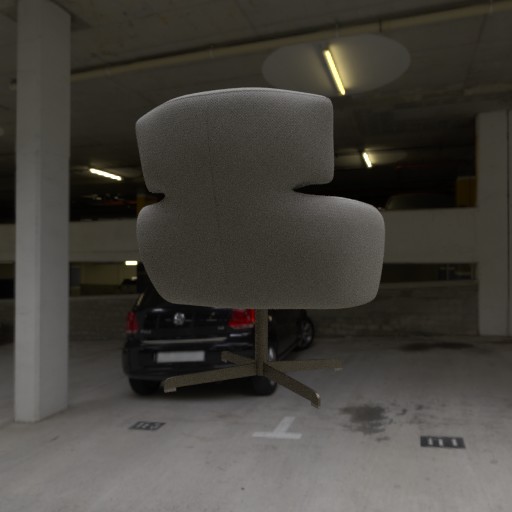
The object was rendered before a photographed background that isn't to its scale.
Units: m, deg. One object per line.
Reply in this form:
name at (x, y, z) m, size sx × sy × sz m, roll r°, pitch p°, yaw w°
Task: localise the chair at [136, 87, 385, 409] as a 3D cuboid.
chair at (0.000, 0.000, 1.402) m, size 0.760 × 0.810 × 0.730 m, roll 0°, pitch -1°, yaw 19°
